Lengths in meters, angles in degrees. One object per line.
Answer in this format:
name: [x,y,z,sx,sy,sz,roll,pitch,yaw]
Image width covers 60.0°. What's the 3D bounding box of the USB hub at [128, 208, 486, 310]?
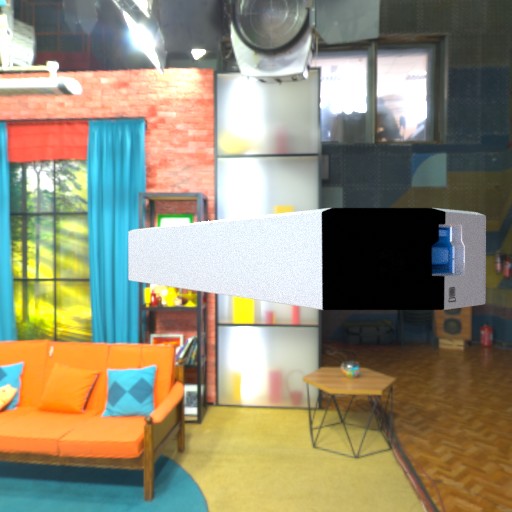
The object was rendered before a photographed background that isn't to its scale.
USB hub: [0.000,0.000,0.159,0.044,0.023,0.145,0,1,-36]
